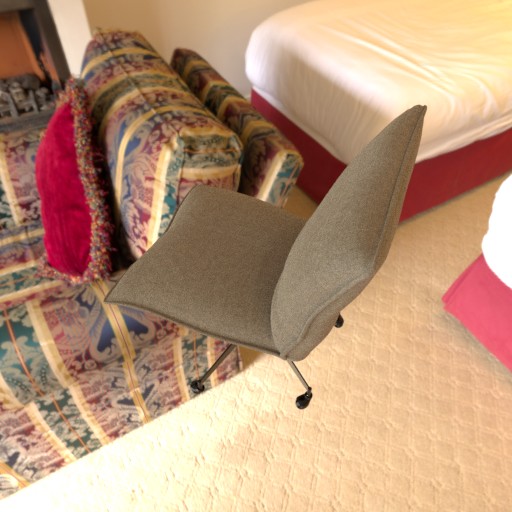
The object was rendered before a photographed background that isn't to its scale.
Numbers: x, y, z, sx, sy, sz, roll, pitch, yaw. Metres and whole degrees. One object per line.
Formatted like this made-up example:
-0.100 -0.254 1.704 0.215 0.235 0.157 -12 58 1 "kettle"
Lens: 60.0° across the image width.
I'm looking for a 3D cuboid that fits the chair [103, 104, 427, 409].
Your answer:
0.000 0.000 1.280 0.696 0.811 0.597 17 50 15 "chair"
